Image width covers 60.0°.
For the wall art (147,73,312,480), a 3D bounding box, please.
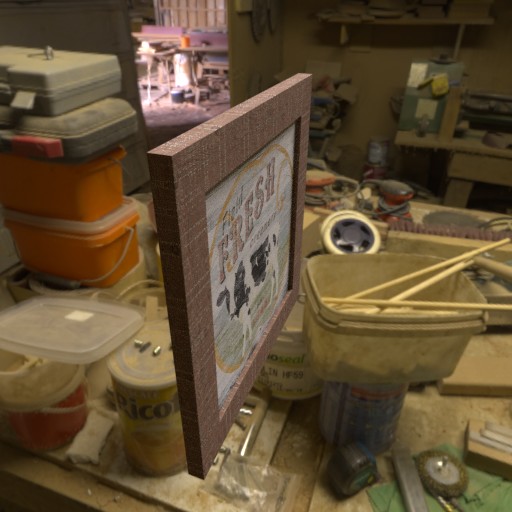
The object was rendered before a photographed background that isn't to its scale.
[{"bbox_3d":[0.000,0.000,0.787,0.029,0.531,0.531,11,33,18],"label":"wall art"}]
